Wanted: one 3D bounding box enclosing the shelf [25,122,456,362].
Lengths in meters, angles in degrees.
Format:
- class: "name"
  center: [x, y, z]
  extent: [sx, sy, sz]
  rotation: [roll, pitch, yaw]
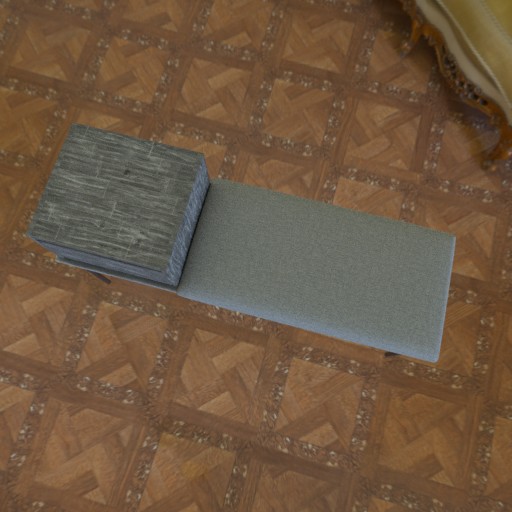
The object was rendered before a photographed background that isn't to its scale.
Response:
- class: "shelf"
  center: [0.000, 0.000, 1.633]
  extent: [1.342, 0.633, 0.457]
  rotation: [14, 75, 4]
